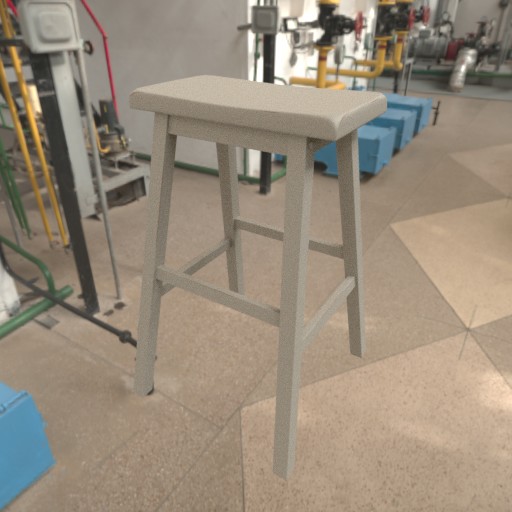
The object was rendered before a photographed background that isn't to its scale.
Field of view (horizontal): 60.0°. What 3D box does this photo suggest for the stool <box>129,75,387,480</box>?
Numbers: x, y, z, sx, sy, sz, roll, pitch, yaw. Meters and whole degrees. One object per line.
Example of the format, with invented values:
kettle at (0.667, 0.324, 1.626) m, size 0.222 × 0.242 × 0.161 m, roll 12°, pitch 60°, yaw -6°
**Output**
stool at (0.000, 0.000, 1.041) m, size 0.457 × 0.737 × 0.476 m, roll 18°, pitch 35°, yaw 28°
